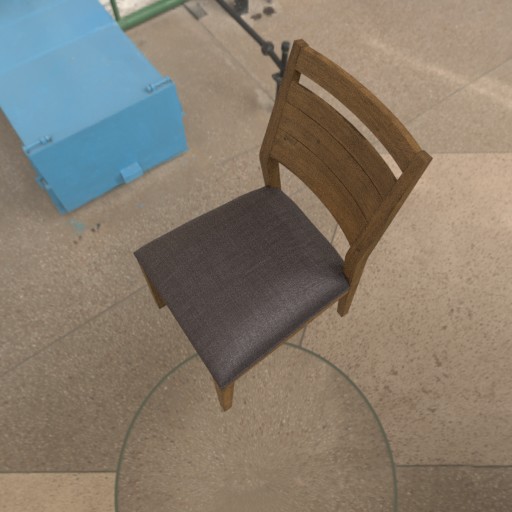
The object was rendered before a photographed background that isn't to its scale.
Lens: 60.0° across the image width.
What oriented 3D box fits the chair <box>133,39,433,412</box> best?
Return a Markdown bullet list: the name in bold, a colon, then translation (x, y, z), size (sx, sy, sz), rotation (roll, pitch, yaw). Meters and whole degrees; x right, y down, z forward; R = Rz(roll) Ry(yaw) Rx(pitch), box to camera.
- **chair**: translation (0.000, 0.000, 1.295), size (0.610, 0.939, 0.501), rotation (-32, 68, -15)
